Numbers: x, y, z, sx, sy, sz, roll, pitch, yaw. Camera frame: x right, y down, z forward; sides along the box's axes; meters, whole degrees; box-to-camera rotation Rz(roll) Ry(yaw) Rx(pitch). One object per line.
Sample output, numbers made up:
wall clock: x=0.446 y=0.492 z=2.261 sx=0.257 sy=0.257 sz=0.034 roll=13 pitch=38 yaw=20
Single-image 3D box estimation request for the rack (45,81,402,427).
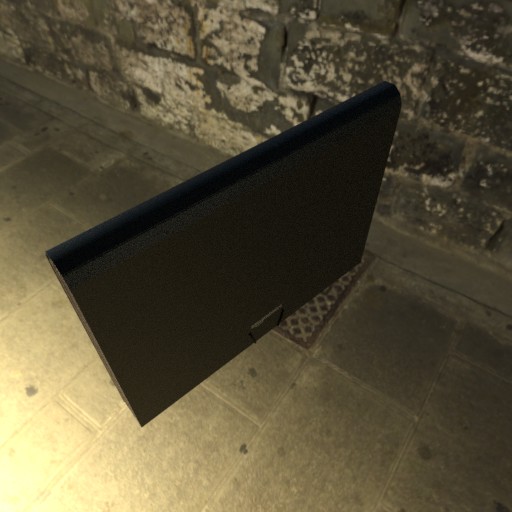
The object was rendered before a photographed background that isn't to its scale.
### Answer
rack: x=0.000 y=0.000 z=0.430 sx=0.330 sy=0.241 sz=0.041 roll=-33 pitch=56 yaw=-26
